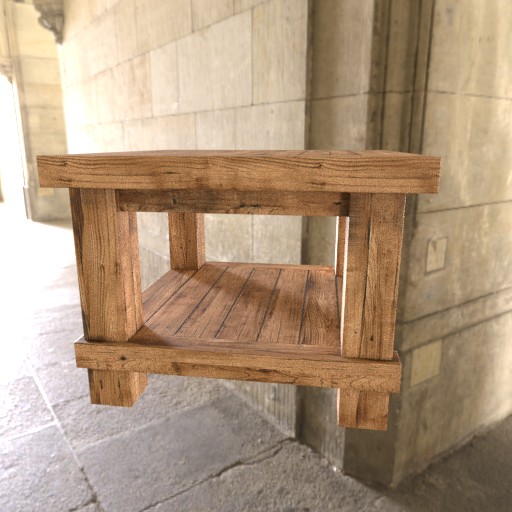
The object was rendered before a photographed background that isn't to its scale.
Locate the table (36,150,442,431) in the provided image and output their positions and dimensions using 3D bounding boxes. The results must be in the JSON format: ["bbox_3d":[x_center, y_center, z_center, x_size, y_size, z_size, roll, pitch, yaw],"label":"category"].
[{"bbox_3d":[0.000,0.000,1.002,0.610,0.457,0.610,2,14,8],"label":"table"}]
